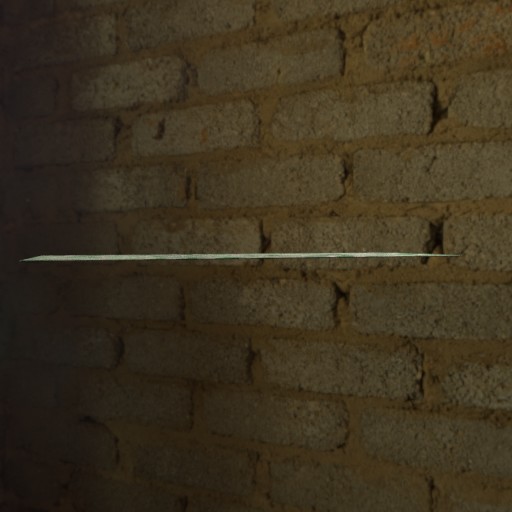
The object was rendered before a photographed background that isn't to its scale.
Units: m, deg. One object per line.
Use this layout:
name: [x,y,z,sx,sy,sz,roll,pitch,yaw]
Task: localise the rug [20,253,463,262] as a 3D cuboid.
rug: [0.000,0.000,2.683,2.438,0.006,0.761,-1,2,-19]
